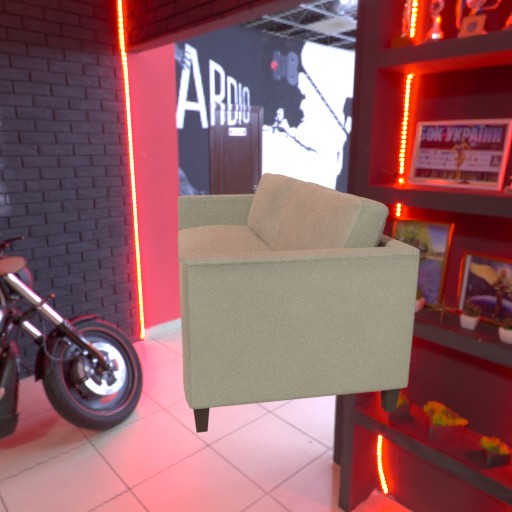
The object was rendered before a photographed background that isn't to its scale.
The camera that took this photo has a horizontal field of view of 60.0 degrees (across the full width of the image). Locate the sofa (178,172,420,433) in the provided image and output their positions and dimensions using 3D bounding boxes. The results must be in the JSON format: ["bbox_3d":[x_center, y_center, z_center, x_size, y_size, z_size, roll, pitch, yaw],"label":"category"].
[{"bbox_3d":[0.000,0.000,2.726,0.948,0.932,2.181,-2,14,-10],"label":"sofa"}]
